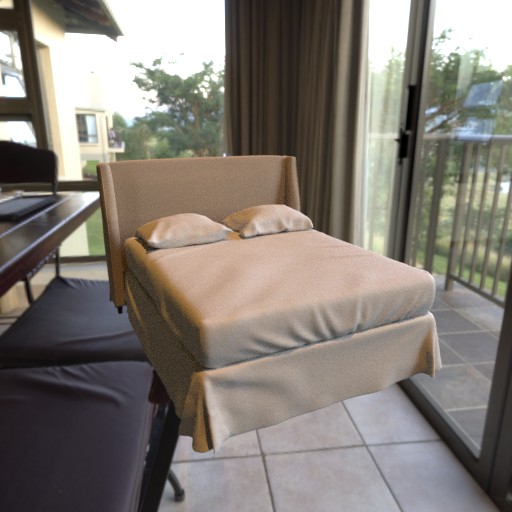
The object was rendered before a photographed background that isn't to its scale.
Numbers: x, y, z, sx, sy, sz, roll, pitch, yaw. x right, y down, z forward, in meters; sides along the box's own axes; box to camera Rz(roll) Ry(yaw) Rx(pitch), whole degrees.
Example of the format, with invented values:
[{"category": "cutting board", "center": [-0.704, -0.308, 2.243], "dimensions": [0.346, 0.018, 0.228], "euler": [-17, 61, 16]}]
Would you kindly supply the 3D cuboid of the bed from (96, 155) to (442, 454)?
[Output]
[{"category": "bed", "center": [0.000, 0.000, 3.387], "dimensions": [1.925, 1.332, 2.276], "euler": [-8, 19, -26]}]
